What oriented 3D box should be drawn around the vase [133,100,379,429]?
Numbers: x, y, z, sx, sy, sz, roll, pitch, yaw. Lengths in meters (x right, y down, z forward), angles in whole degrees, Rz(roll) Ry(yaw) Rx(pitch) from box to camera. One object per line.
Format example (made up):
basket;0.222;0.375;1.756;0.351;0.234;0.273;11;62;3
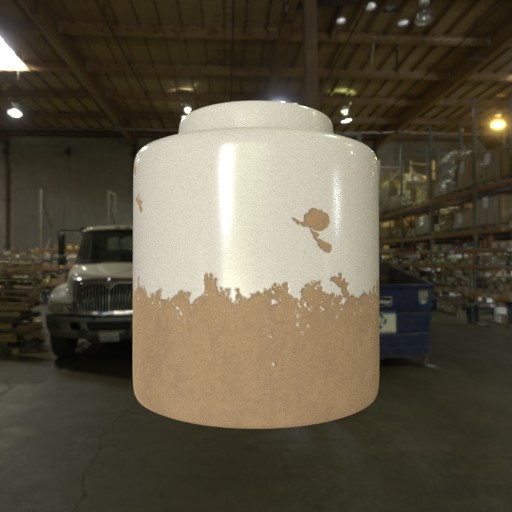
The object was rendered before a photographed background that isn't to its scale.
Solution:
vase;0.000;0.000;0.286;0.153;0.167;0.153;0;-1;0
